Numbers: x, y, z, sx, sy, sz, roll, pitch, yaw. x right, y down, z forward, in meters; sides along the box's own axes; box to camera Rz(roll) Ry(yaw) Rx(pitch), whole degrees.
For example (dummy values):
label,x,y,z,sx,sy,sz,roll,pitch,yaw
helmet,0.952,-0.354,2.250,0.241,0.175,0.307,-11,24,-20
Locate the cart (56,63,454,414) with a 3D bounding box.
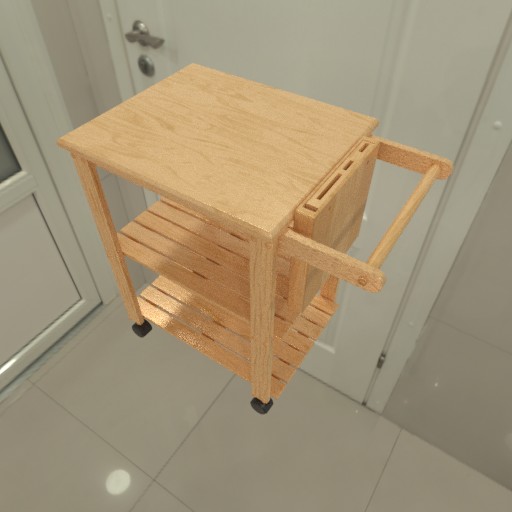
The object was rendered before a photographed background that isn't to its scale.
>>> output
label,x,y,z,sx,sy,sz,roll,pitch,yaw
cart,0.000,0.000,1.349,0.843,0.816,0.520,26,52,22
